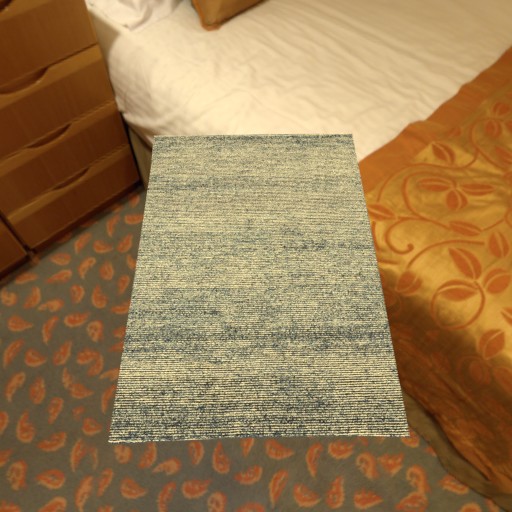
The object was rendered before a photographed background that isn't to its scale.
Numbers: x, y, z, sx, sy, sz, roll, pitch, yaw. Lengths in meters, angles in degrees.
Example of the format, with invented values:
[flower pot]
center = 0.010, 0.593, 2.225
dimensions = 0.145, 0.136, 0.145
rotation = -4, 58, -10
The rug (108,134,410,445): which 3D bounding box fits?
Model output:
[rug]
center = 0.000, 0.000, 2.993
dimensions = 1.624, 0.030, 2.349
rotation = -1, 58, 0
